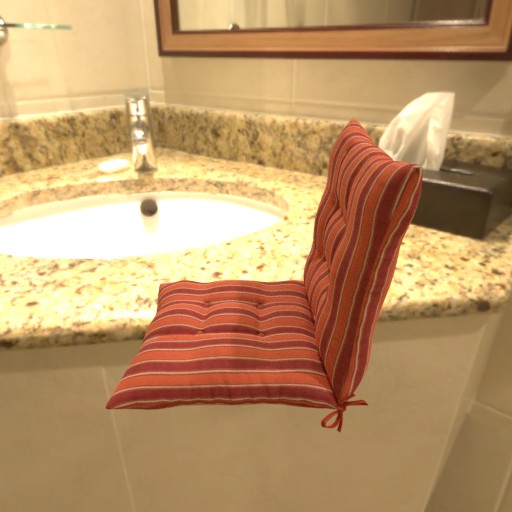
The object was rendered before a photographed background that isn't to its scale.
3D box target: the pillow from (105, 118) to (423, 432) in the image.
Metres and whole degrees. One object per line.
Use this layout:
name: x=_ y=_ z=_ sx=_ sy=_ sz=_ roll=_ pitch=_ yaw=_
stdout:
pillow: x=0.000 y=0.000 z=0.999 sx=0.585 sy=0.536 sz=0.541 roll=0 pitch=26 yaw=1
